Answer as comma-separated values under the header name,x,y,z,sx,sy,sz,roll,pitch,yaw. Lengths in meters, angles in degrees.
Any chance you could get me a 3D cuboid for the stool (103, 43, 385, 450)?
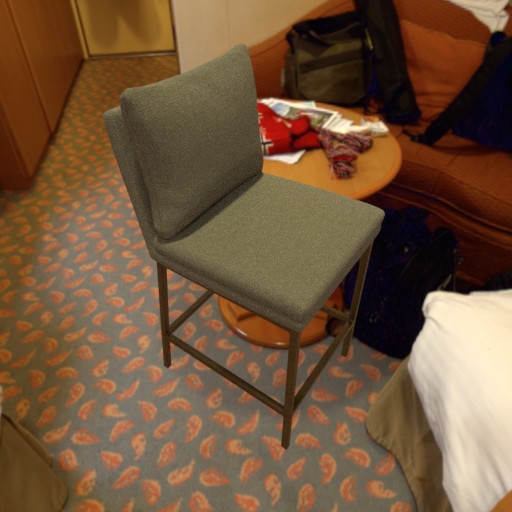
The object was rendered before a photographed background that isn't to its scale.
name,x,y,z,sx,sy,sz,roll,pitch,yaw
stool,0.000,0.000,1.304,0.569,1.031,0.463,24,47,25
